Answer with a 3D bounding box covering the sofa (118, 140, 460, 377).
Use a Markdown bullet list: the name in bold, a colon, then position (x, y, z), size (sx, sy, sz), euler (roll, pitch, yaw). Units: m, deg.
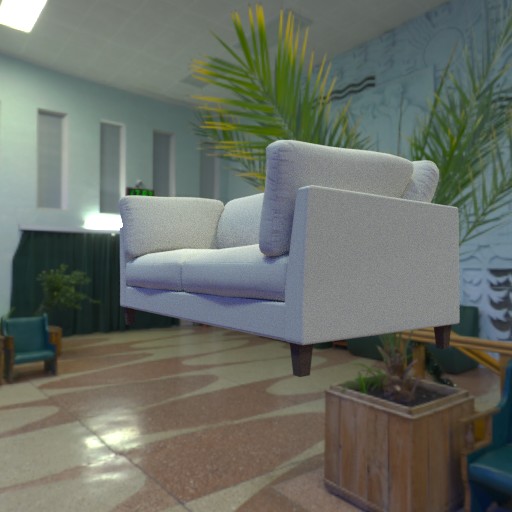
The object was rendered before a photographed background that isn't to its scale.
- **sofa**: position (0.000, 0.000, 2.367), size (0.970, 0.836, 1.776), euler (1, -2, -36)
